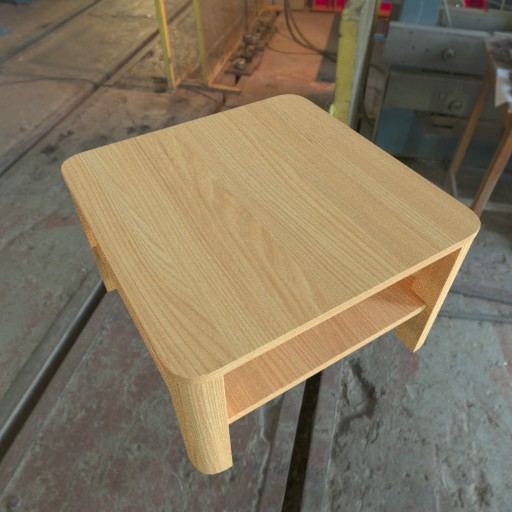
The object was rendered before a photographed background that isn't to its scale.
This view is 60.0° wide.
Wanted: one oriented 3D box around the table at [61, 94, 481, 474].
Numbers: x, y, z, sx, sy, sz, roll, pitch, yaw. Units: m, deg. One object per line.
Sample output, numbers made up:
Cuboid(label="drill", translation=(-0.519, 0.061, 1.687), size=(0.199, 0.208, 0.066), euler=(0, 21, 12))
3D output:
Cuboid(label="table", translation=(0.000, 0.000, 1.210), size=(0.750, 0.450, 0.750), euler=(-24, 50, -21))
